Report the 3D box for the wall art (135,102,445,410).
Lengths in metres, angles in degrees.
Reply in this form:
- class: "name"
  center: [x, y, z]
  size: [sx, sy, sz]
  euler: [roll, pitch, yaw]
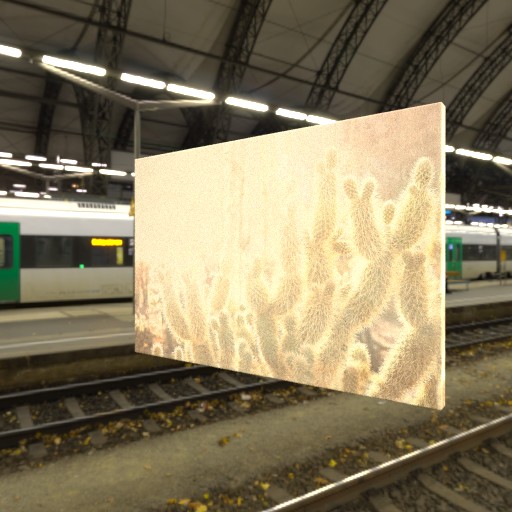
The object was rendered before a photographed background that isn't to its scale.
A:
- class: "wall art"
  center: [0.000, 0.000, 1.433]
  size: [1.142, 0.758, 0.041]
  euler: [0, 0, 35]
